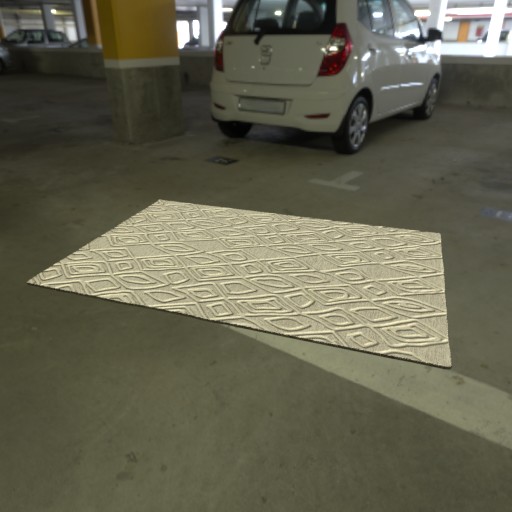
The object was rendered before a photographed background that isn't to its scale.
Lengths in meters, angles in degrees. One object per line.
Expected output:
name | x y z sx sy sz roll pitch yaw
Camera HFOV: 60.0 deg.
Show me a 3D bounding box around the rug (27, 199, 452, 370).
rug | 0.000 0.000 2.294 1.832 0.016 1.224 9 28 17
